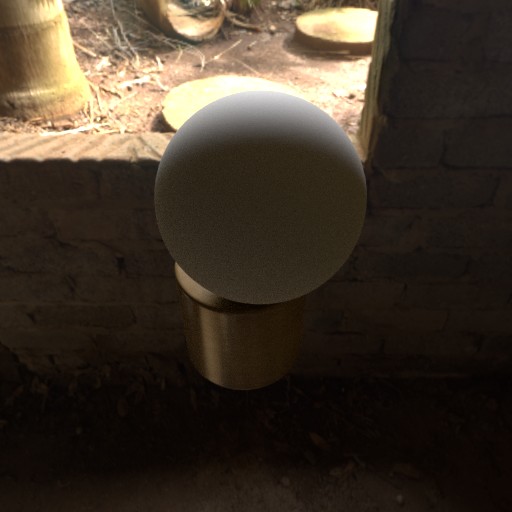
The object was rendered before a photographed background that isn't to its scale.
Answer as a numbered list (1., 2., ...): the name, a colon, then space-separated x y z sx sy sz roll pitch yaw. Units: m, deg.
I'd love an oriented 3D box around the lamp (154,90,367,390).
1. lamp: 0.000 0.000 0.342 0.141 0.250 0.152 -24 47 -25
